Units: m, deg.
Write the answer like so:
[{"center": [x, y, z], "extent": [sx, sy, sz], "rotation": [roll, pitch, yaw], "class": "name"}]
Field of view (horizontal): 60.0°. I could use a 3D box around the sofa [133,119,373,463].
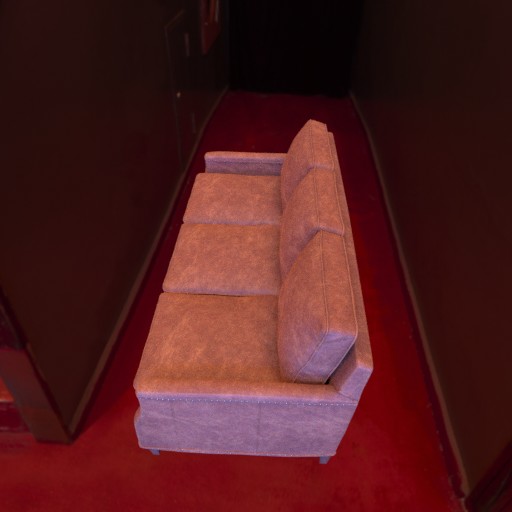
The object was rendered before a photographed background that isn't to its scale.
[{"center": [0.000, 0.000, 2.835], "extent": [1.084, 1.003, 2.246], "rotation": [2, 41, 2], "class": "sofa"}]
